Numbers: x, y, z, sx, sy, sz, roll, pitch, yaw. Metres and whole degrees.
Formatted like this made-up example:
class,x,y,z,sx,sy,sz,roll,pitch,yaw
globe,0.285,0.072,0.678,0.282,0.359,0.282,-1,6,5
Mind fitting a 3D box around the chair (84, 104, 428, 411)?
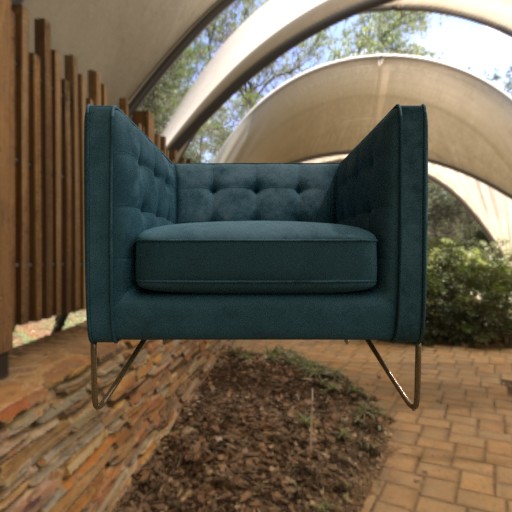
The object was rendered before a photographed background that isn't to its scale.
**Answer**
class,x,y,z,sx,sy,sz,roll,pitch,yaw
chair,0.000,0.000,1.528,0.880,0.790,0.894,0,1,0
